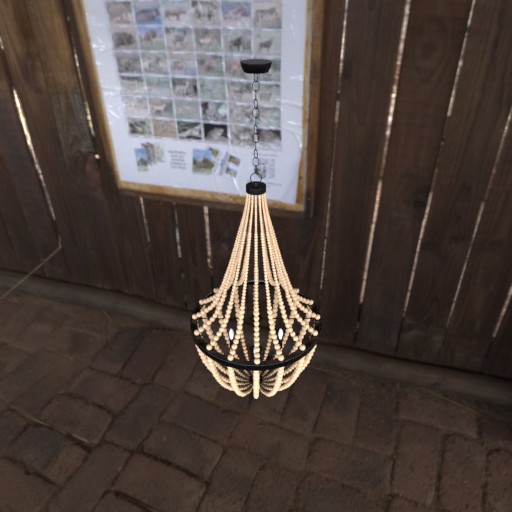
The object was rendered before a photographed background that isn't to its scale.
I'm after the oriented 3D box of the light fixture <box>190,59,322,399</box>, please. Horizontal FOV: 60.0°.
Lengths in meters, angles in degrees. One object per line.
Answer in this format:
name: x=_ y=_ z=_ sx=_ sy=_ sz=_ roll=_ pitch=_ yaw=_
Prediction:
light fixture: x=0.000 y=0.000 z=1.395 sx=0.450 sy=1.133 sz=0.450 roll=0 pitch=32 yaw=0
